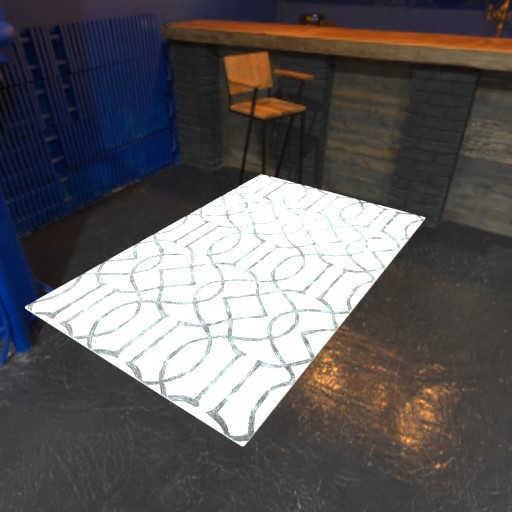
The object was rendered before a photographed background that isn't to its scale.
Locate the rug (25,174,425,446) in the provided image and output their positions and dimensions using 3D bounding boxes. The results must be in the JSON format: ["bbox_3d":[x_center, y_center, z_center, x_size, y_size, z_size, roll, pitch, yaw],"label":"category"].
[{"bbox_3d":[0.000,0.000,2.938,1.521,0.017,2.365,21,38,29],"label":"rug"}]
